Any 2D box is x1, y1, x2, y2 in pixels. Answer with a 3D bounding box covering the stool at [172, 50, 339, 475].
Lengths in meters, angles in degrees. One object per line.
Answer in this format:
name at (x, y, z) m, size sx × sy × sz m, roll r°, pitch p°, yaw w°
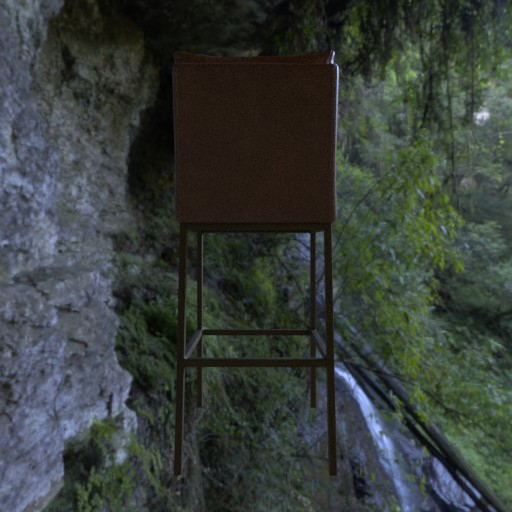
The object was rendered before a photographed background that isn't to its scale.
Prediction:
stool at (0.000, 0.000, 1.404) m, size 0.463 × 1.124 × 0.571 m, roll 0°, pitch 0°, yaw 0°
